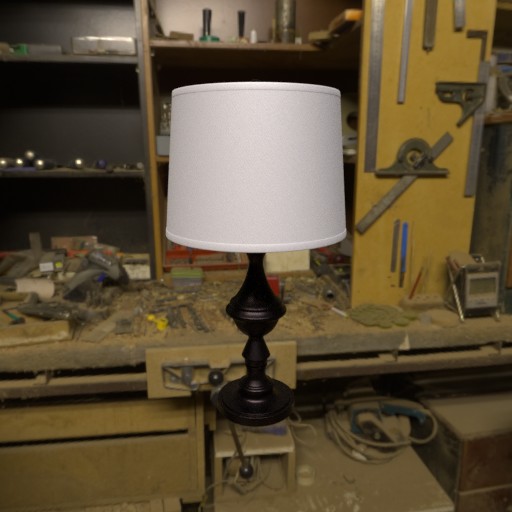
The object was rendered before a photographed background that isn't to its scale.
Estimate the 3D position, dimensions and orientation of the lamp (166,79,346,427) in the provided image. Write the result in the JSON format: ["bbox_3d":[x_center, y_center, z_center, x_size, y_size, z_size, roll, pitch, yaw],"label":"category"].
[{"bbox_3d":[0.000,0.000,0.972,0.383,0.726,0.383,0,14,0],"label":"lamp"}]
